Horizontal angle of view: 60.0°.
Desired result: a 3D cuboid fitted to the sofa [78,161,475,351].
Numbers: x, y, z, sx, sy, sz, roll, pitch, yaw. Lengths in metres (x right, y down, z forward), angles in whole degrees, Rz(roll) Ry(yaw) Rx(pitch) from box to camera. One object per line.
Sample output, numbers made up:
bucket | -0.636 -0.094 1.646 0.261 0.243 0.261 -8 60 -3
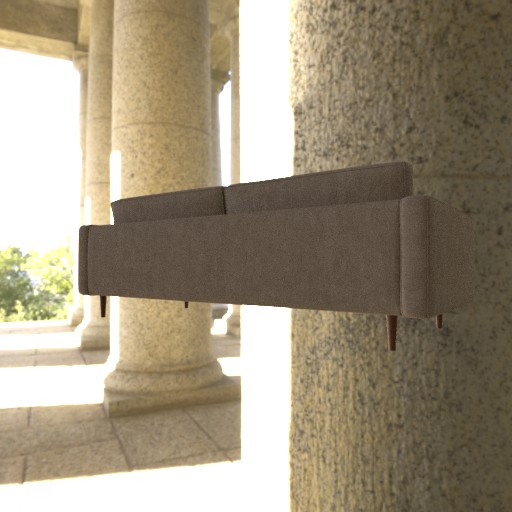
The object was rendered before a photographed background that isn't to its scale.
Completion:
sofa | 0.000 0.000 2.584 2.200 0.770 0.919 -1 -1 36
